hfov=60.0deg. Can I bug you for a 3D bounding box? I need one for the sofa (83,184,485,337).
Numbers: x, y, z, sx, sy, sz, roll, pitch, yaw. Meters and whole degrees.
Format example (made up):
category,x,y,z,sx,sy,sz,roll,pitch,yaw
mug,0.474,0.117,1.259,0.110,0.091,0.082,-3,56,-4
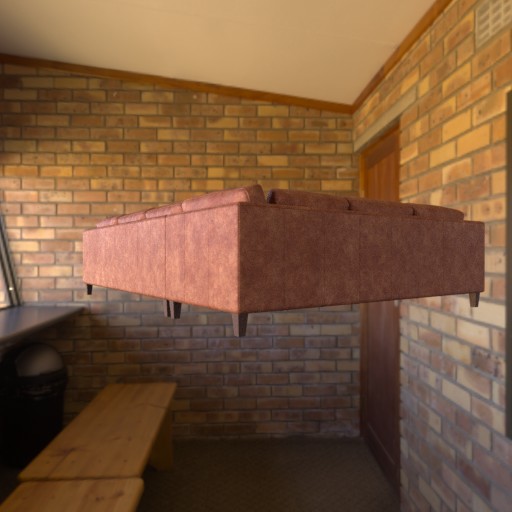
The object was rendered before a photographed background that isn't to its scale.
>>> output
category,x,y,z,sx,sy,sz,roll,pitch,yaw
sofa,0.000,0.000,4.256,2.438,0.838,3.150,0,0,-35
